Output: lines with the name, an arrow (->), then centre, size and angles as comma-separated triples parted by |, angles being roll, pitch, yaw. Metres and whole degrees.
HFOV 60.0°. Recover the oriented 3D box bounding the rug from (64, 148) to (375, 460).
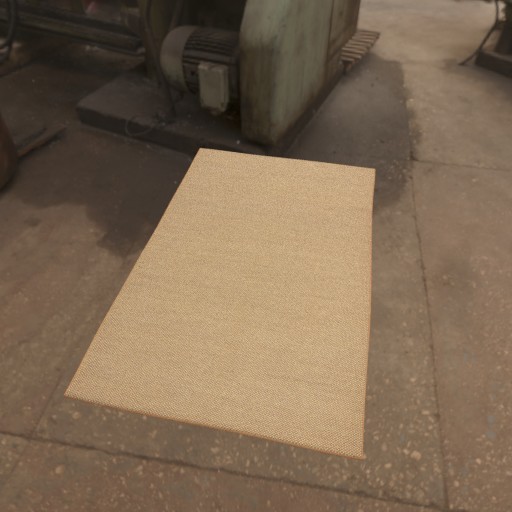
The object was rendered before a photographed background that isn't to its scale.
rug -> 0.000, 0.000, 2.090 | 1.078, 0.013, 1.678 | 9, 46, 8
